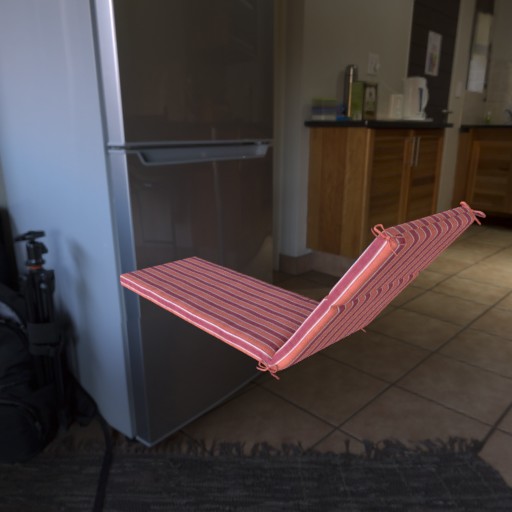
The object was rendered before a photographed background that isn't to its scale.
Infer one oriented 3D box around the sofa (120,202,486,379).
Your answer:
[{"bbox_3d":[0.000,0.000,1.950,0.582,0.622,1.663,-15,23,-41],"label":"sofa"}]
